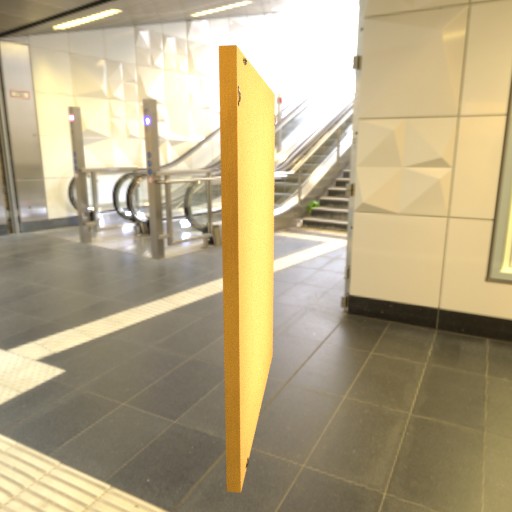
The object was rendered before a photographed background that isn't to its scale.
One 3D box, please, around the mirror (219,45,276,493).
[{"bbox_3d":[0.000,0.000,1.340,0.040,1.016,0.762,2,13,8],"label":"mirror"}]
